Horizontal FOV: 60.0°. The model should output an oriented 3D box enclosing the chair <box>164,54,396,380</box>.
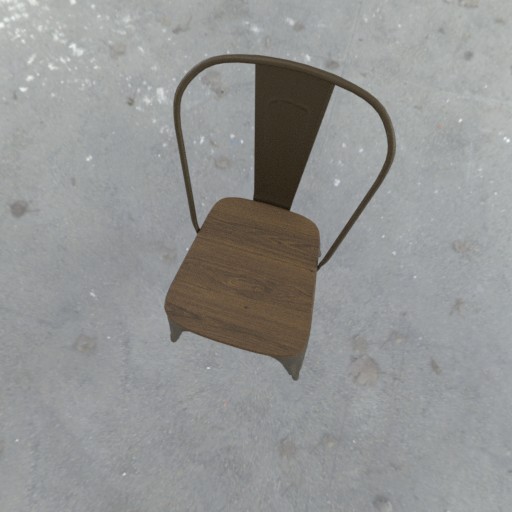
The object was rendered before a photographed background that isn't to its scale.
[{"bbox_3d":[0.000,0.000,1.145,0.451,0.844,0.532,16,76,4],"label":"chair"}]
